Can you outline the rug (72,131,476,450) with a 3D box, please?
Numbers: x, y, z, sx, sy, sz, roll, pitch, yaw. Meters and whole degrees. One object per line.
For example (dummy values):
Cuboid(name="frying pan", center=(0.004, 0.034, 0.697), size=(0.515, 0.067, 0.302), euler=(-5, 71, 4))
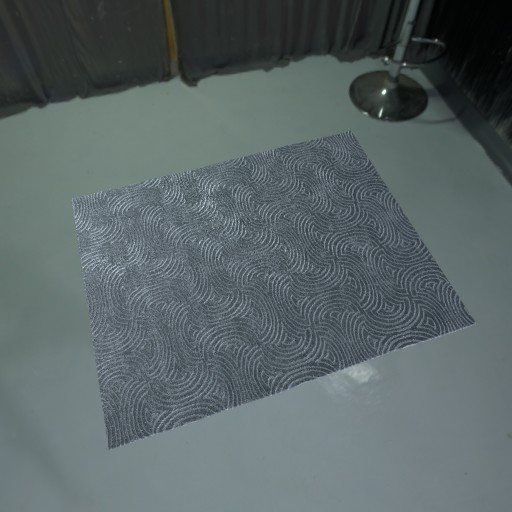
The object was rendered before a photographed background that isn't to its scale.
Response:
Cuboid(name="rug", center=(0.000, 0.000, 4.043), size=(3.042, 0.021, 2.456), euler=(-16, 59, -10))
